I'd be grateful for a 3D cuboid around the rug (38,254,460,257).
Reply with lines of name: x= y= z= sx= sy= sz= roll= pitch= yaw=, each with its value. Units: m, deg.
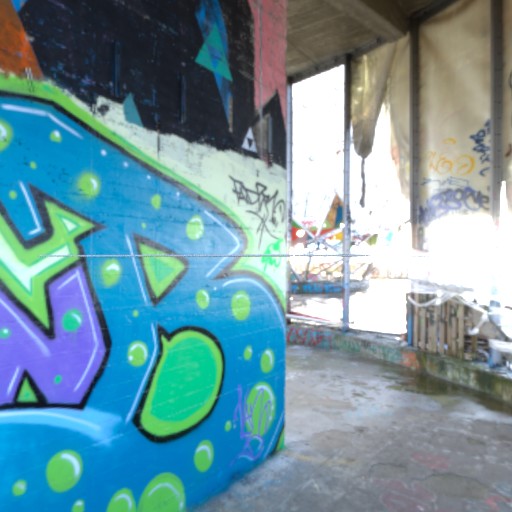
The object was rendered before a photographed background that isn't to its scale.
rug: x=0.000 y=0.000 z=3.961 sx=2.980 sy=0.012 sz=2.363 roll=0 pitch=0 yaw=35
